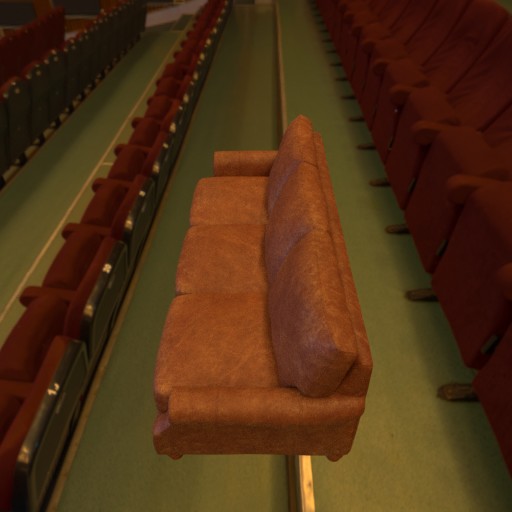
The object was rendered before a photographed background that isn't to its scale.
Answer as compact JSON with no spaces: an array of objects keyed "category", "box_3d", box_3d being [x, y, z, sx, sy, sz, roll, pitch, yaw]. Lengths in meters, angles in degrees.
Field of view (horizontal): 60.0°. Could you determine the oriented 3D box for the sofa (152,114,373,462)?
[{"category":"sofa","box_3d":[0.000,0.000,2.766,0.973,0.977,2.351,0,40,1]}]
